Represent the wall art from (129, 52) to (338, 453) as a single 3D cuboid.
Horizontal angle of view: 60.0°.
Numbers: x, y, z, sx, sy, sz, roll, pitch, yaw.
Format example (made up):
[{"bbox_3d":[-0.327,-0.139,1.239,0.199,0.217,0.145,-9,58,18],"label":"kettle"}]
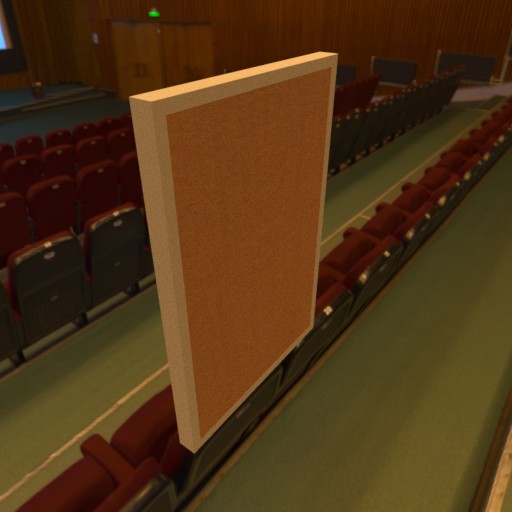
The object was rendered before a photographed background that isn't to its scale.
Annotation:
[{"bbox_3d":[0.000,0.000,0.547,0.025,0.428,0.293,22,38,30],"label":"wall art"}]
